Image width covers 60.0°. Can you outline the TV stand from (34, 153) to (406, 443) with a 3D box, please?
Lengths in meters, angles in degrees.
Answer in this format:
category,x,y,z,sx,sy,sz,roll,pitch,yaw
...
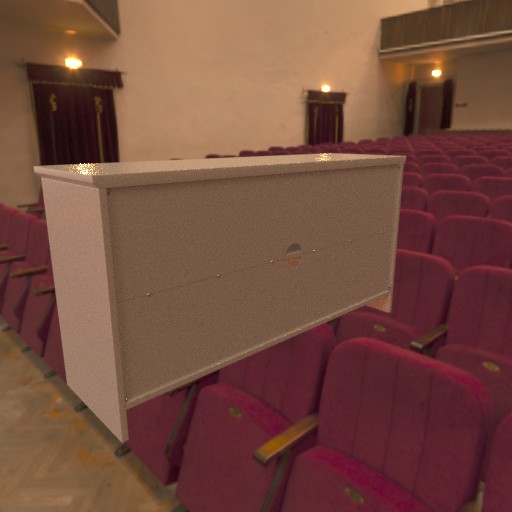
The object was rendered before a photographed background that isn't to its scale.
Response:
category,x,y,z,sx,sy,sz,roll,pitch,yaw
TV stand,0.000,0.000,1.425,1.167,0.603,0.344,-14,20,-41
